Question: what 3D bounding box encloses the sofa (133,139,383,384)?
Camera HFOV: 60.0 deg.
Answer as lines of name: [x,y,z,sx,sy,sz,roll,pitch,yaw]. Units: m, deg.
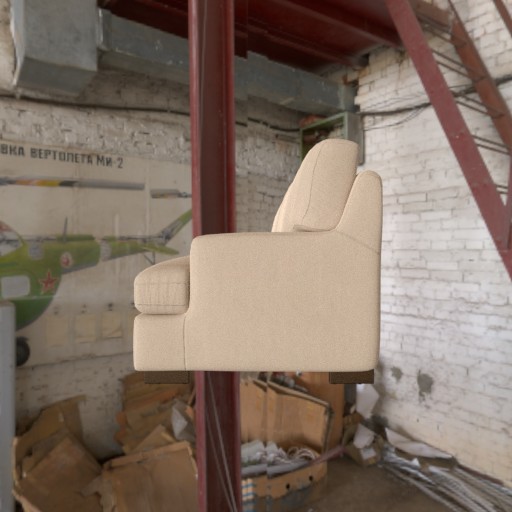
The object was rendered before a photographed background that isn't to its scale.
sofa: [0.000,0.000,2.663,0.929,0.925,2.147,0,1,0]
